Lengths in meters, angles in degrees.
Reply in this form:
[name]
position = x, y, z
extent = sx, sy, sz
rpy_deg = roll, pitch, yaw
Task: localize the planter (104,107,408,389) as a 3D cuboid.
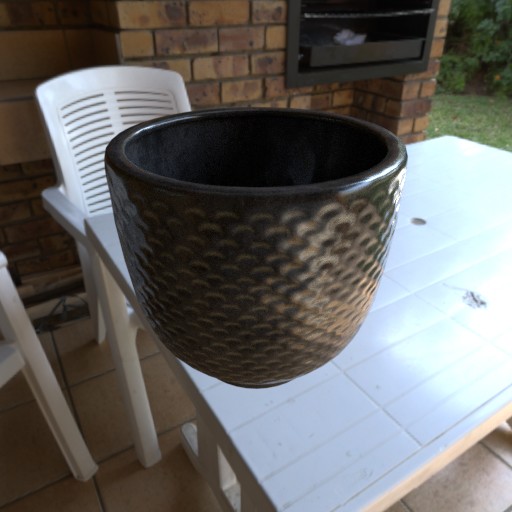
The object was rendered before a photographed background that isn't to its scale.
[planter]
position = 0.000, 0.000, 0.299
extent = 0.172, 0.160, 0.172
rpy_deg = 0, 31, 0
